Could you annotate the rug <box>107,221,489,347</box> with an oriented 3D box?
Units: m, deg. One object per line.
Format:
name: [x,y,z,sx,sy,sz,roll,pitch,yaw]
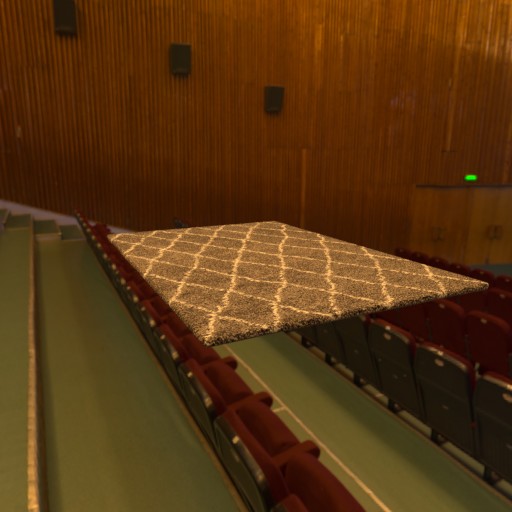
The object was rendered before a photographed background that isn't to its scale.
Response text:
rug: [0.000,0.000,2.291,1.219,0.030,1.778,-7,15,-26]
